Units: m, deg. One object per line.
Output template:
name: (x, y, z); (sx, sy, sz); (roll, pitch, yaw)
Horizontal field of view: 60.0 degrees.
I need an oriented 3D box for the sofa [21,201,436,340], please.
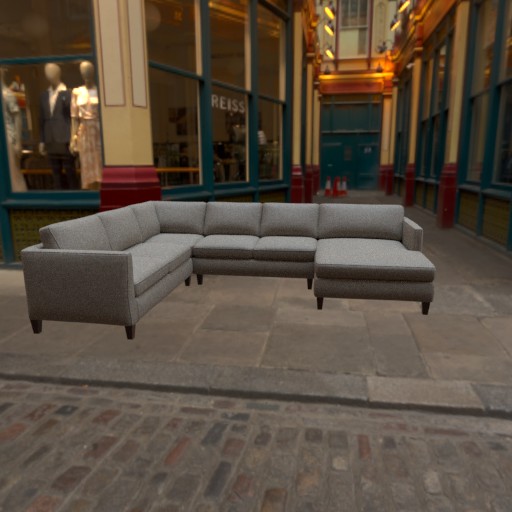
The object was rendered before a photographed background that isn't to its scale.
sofa: (0.000, 0.000, 4.478); (3.403, 0.889, 2.551); (2, 13, 8)
